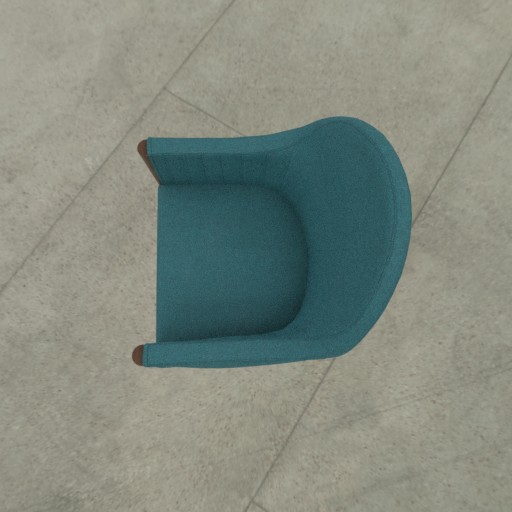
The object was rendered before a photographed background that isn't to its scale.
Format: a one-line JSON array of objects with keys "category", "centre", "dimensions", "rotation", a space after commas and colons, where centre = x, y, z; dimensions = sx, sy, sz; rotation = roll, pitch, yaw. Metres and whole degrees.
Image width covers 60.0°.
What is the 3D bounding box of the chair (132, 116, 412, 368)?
[{"category": "chair", "centre": [0.000, 0.000, 1.354], "dimensions": [0.652, 0.907, 0.656], "rotation": [-3, 75, -1]}]
